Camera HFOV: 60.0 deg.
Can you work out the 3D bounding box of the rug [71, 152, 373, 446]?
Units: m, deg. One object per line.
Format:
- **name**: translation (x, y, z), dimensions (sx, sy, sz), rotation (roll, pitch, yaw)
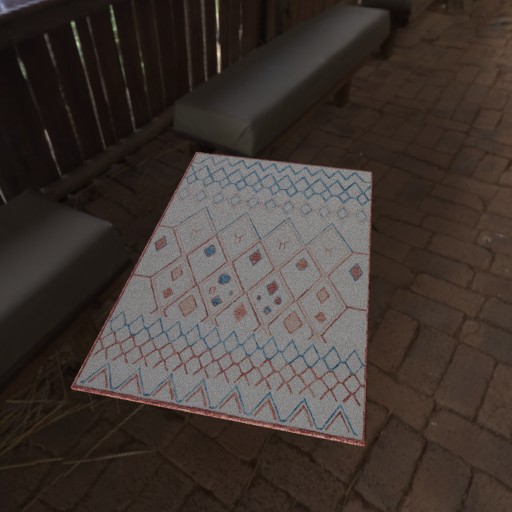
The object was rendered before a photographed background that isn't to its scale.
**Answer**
- **rug**: translation (0.000, 0.000, 2.402), dimensions (1.219, 0.016, 1.829), rotation (8, 46, 8)
